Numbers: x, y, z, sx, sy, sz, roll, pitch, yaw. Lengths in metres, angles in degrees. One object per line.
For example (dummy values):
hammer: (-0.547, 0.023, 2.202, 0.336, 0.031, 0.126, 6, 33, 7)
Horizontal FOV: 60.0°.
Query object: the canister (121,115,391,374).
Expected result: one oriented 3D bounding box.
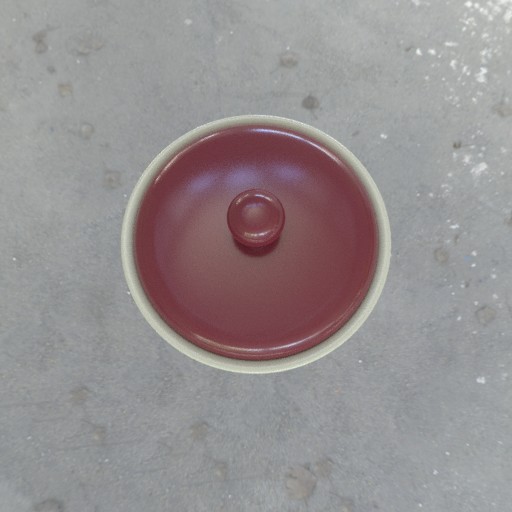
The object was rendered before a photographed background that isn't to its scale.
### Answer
canister: (0.000, 0.000, 0.355, 0.182, 0.208, 0.182, 0, 75, 0)
